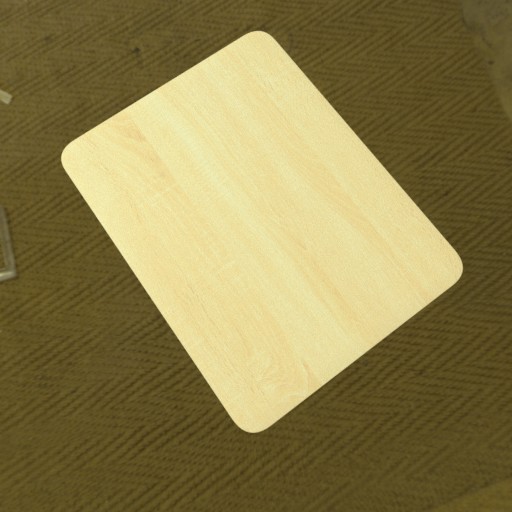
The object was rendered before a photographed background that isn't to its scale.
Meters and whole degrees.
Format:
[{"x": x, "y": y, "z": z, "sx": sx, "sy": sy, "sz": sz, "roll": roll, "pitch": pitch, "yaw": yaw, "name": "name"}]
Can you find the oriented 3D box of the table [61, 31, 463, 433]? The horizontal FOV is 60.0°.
[{"x": 0.000, "y": 0.000, "z": 0.883, "sx": 0.370, "sy": 0.550, "sz": 0.480, "roll": -35, "pitch": 79, "yaw": -8, "name": "table"}]
